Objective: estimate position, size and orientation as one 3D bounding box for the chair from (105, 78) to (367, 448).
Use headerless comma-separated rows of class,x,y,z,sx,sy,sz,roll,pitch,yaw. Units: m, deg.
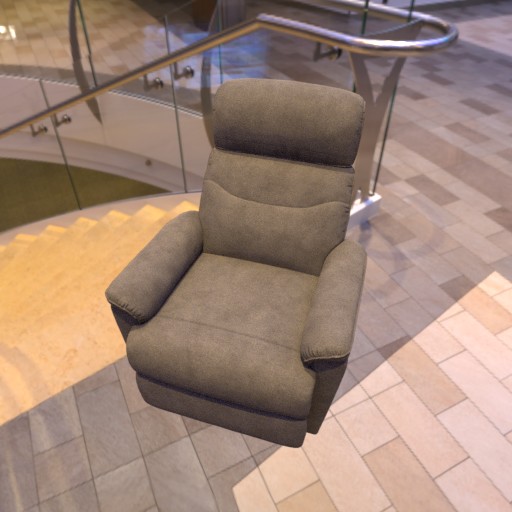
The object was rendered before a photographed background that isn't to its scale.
chair,0.000,0.000,1.709,0.830,1.036,1.009,12,42,13
